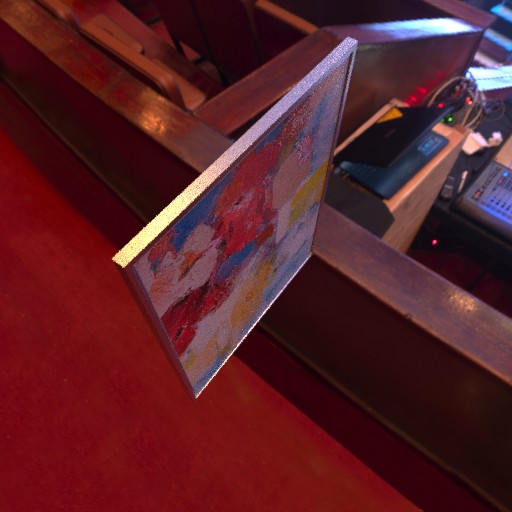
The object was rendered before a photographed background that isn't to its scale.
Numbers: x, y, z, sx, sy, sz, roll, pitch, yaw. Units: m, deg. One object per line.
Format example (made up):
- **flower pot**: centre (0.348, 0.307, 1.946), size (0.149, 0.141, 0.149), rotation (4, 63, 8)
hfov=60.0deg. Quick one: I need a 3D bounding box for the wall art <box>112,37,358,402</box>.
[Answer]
- **wall art**: centre (0.000, 0.000, 1.401), size (0.030, 1.046, 0.816), rotation (33, 65, 18)
